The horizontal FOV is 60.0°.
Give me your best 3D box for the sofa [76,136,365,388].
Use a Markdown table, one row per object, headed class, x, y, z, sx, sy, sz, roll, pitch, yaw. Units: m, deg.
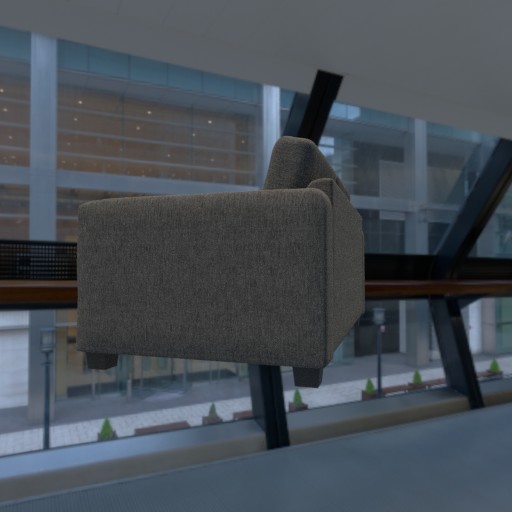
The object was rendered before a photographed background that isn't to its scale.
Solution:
| class | x | y | z | sx | sy | sz | roll | pitch | yaw |
| --- | --- | --- | --- | --- | --- | --- | --- | --- | --- |
| sofa | 0.000 | 0.000 | 2.096 | 0.900 | 0.800 | 1.520 | 0 | -1 | 18 |
